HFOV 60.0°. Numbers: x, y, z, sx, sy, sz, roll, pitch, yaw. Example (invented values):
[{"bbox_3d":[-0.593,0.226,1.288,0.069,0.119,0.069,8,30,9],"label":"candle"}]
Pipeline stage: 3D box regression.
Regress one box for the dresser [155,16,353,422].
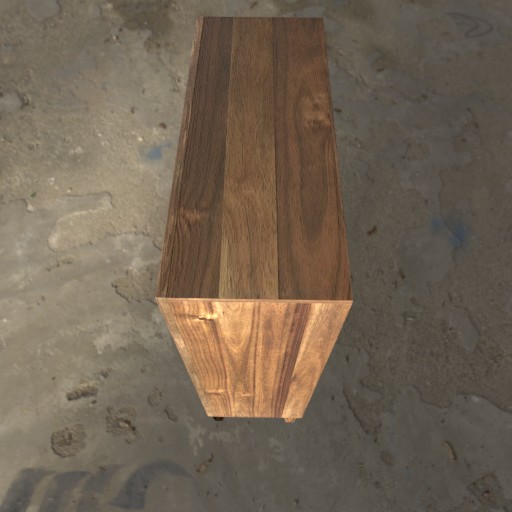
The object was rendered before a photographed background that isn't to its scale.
[{"bbox_3d":[0.000,0.000,1.830,0.442,1.393,1.062,1,59,0],"label":"dresser"}]
